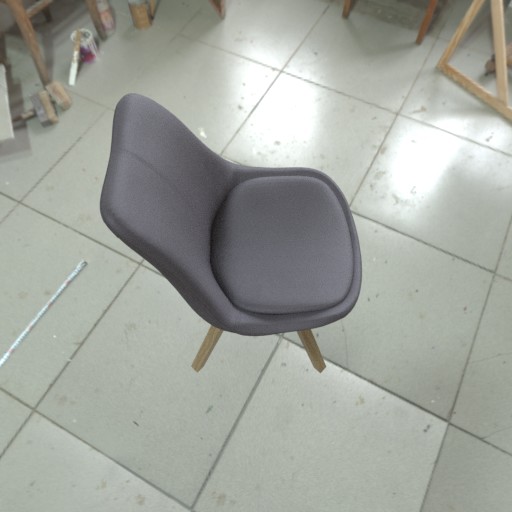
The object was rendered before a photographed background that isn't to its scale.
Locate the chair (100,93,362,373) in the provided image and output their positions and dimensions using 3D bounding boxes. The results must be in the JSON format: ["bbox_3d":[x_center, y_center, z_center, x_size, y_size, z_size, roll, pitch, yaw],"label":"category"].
[{"bbox_3d":[0.000,0.000,1.186,0.547,0.865,0.483,-1,63,-1],"label":"chair"}]
